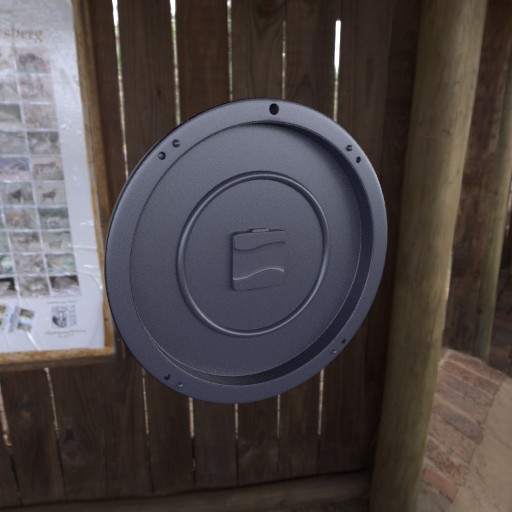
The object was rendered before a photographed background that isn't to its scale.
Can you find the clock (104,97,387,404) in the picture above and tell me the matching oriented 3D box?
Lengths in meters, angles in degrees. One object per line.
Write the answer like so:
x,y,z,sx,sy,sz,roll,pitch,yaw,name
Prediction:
0.000,0.000,0.449,0.300,0.300,0.060,-7,17,-25,clock
